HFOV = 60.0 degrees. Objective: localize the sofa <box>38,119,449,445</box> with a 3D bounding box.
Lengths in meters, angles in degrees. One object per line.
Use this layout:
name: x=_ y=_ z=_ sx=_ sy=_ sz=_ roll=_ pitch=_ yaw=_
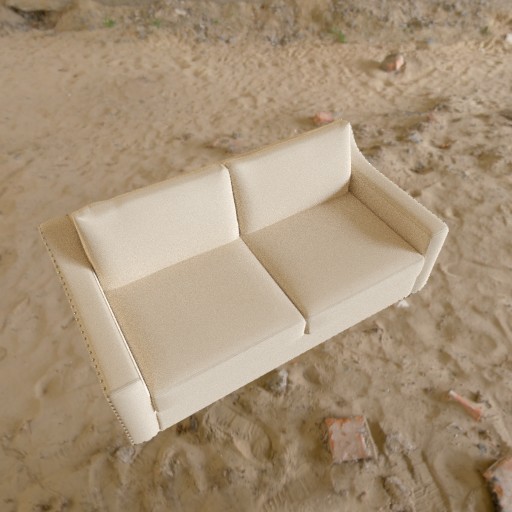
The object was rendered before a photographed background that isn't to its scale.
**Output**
sofa: x=0.000 y=0.000 z=2.299 sx=1.812 sy=0.830 sz=0.949 roll=-24 pitch=52 yaw=-20
